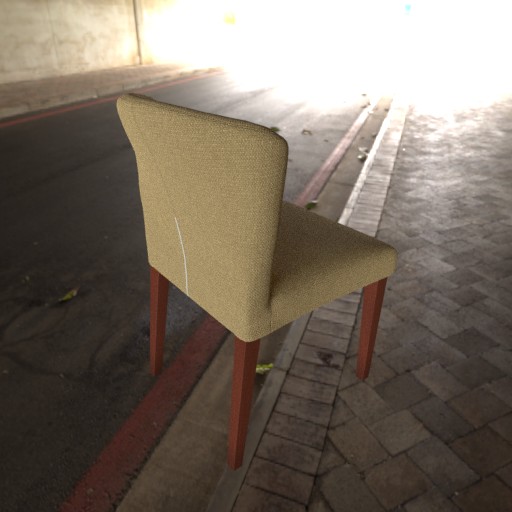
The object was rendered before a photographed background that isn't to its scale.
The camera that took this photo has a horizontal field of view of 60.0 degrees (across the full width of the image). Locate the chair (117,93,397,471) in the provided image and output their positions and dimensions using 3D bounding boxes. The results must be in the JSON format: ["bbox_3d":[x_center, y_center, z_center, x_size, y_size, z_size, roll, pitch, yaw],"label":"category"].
[{"bbox_3d":[0.000,0.000,1.165,0.589,0.839,0.491,-20,34,-33],"label":"chair"}]
